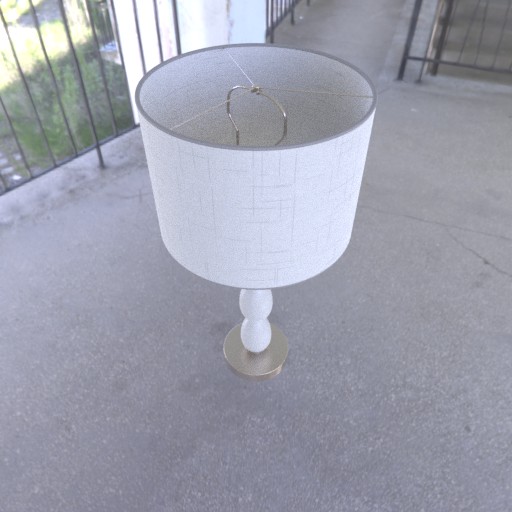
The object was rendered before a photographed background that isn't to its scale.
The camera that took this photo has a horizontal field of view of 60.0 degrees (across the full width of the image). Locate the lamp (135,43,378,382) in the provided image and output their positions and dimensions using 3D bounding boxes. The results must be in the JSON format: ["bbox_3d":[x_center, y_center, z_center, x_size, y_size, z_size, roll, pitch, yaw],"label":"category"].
[{"bbox_3d":[0.000,0.000,0.714,0.282,0.559,0.280,31,52,28],"label":"lamp"}]
